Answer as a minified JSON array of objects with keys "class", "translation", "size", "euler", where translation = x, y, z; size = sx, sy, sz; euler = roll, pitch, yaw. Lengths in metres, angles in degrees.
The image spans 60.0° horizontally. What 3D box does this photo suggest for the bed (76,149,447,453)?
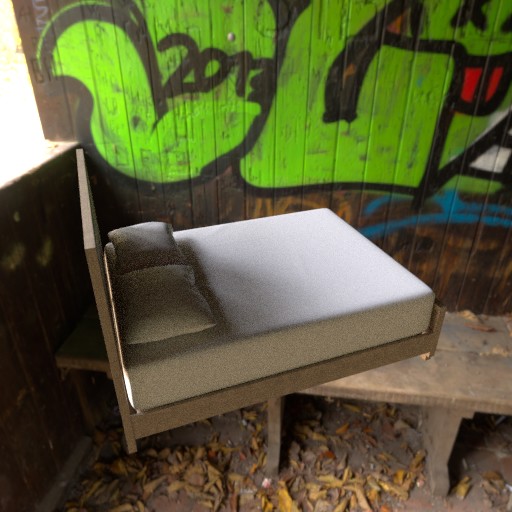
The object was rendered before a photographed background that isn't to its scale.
[{"class":"bed","translation":[0.000,0.000,3.247],"size":[2.189,1.369,1.606],"euler":[-11,31,-18]}]
